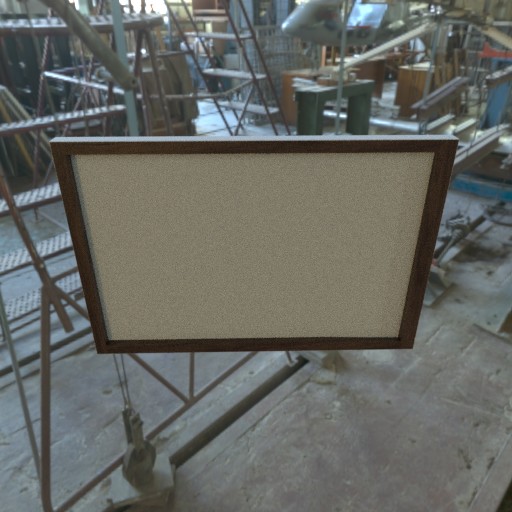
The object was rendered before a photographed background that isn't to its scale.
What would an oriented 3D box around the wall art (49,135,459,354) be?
[{"bbox_3d":[0.000,0.000,1.435,1.138,0.761,0.051,-1,29,-1],"label":"wall art"}]
